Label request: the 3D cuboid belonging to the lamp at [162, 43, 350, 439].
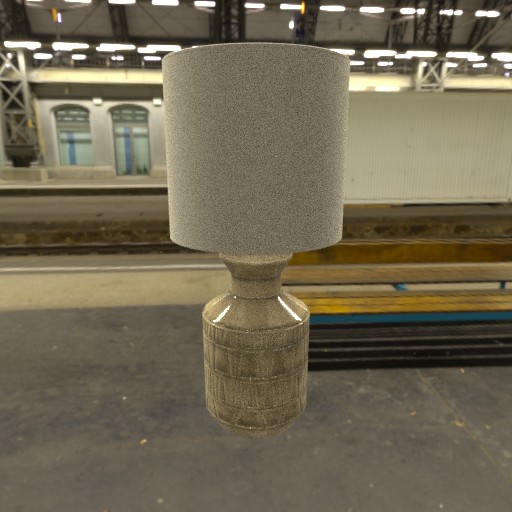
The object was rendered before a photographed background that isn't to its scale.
[{"bbox_3d":[0.000,0.000,0.562,0.211,0.455,0.211,-7,16,-26],"label":"lamp"}]
